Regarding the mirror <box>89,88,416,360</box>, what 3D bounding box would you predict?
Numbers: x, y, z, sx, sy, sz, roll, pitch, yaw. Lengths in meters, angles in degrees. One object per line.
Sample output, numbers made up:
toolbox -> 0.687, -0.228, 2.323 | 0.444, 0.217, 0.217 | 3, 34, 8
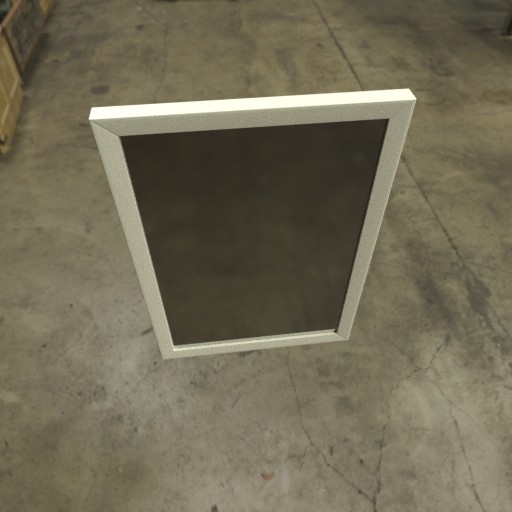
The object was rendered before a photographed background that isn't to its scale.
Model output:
mirror -> 0.000, 0.000, 0.955 | 0.507, 0.710, 0.040 | -5, 48, -5
